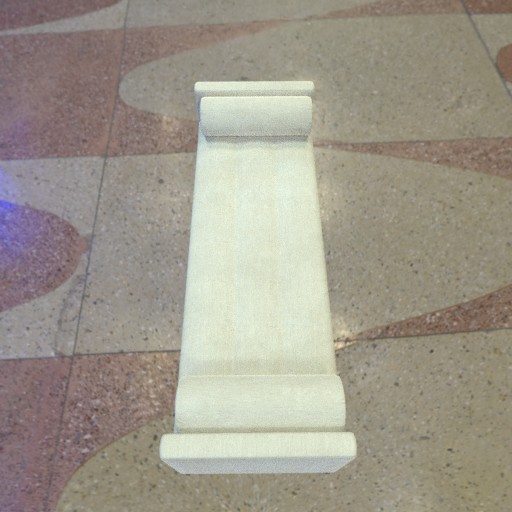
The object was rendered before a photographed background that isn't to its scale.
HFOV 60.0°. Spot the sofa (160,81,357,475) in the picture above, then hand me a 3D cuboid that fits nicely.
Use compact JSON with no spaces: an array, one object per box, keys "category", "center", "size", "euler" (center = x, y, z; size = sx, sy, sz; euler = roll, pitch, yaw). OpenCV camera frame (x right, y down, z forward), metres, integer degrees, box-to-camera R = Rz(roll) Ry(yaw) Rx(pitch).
[{"category":"sofa","center":[0.000,0.000,2.277],"size":[0.686,0.635,1.981],"euler":[0,59,0]}]
